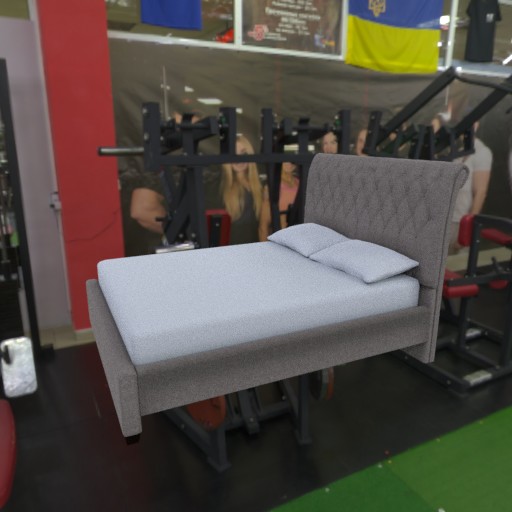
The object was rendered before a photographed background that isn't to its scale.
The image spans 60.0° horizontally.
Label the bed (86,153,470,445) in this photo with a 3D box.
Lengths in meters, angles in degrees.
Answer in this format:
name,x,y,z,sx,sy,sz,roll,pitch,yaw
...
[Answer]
name,x,y,z,sx,sy,sz,roll,pitch,yaw
bed,0.000,0.000,3.240,2.252,1.371,1.645,-7,17,-25
